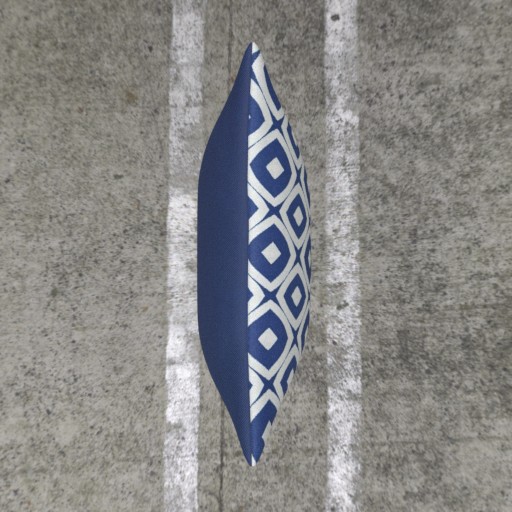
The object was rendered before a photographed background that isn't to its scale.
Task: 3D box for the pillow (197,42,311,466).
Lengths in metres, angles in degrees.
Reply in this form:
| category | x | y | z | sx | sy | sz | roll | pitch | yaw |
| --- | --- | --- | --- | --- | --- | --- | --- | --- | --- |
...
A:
| category | x | y | z | sx | sy | sz | roll | pitch | yaw |
| --- | --- | --- | --- | --- | --- | --- | --- | --- | --- |
| pillow | 0.000 | 0.000 | 0.768 | 0.188 | 0.494 | 0.504 | 0 | 89 | 1 |
